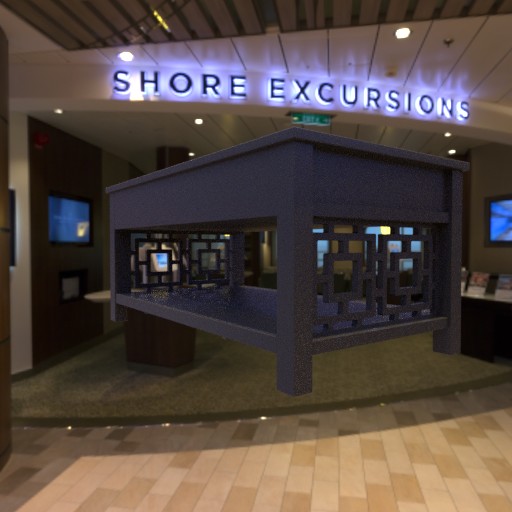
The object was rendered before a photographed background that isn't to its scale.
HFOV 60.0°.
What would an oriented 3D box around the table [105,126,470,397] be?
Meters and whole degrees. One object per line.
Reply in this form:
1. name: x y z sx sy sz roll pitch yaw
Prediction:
1. table: 0.000 0.000 1.408 0.612 0.493 1.068 -1 2 -36
